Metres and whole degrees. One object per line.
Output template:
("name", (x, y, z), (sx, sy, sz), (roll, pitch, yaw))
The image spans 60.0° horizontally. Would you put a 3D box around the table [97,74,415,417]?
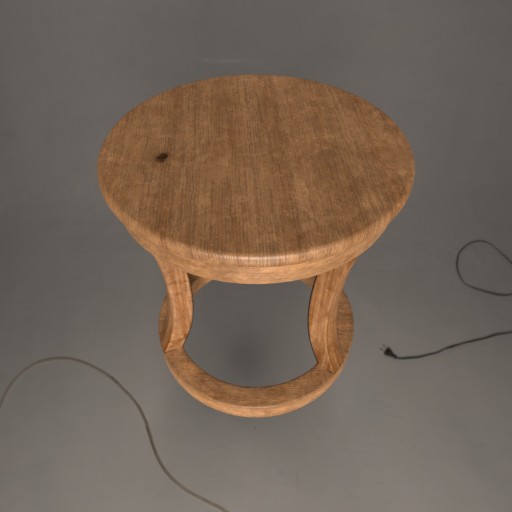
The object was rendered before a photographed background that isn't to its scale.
("table", (0.000, 0.000, 0.783), (0.432, 0.460, 0.432), (0, 47, 0))
